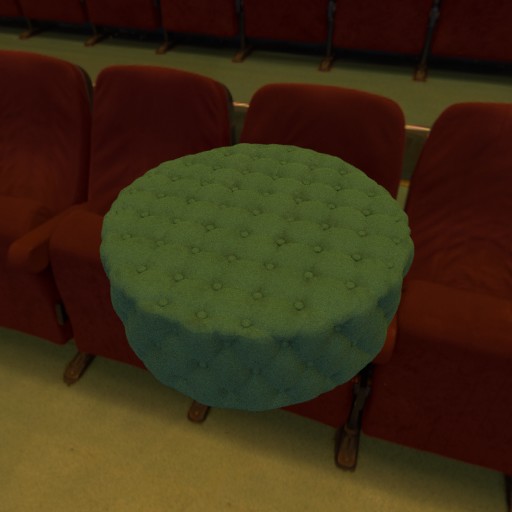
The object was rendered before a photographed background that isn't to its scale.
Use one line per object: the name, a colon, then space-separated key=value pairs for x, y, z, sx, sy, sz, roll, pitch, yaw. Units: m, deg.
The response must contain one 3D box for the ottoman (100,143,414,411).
ottoman: x=0.000 y=0.000 z=1.535 sx=0.998 sy=0.399 sz=0.998 roll=0 pitch=41 yaw=0
